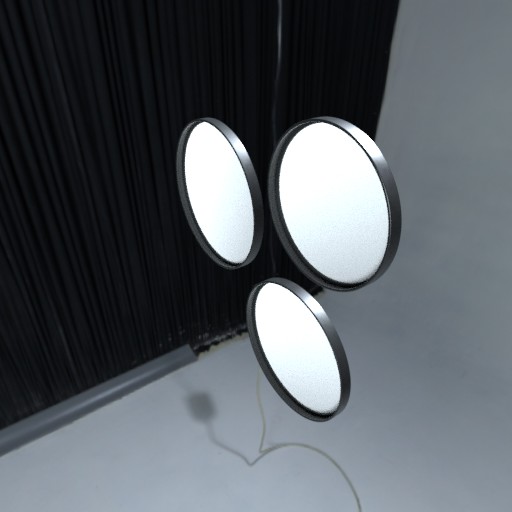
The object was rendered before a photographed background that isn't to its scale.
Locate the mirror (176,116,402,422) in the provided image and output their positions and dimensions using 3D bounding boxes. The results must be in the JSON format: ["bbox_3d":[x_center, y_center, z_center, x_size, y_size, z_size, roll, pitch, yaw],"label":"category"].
[{"bbox_3d":[0.000,0.000,3.068,0.076,2.096,2.160,-20,36,-30],"label":"mirror"}]
